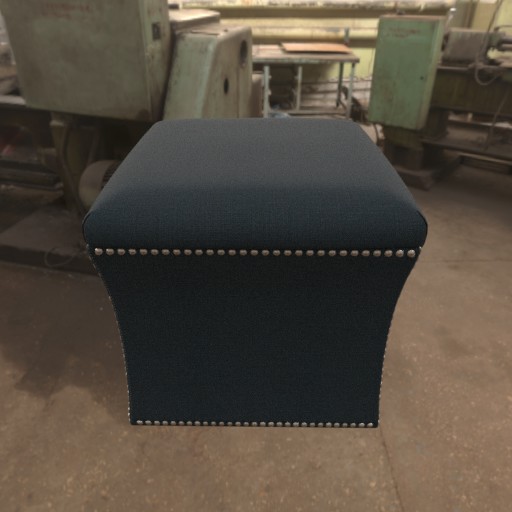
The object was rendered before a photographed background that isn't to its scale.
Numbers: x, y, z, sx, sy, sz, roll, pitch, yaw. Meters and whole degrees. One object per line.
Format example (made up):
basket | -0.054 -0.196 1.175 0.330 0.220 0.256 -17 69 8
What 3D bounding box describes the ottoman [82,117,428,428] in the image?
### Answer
ottoman | 0.000 0.000 0.908 0.497 0.475 0.507 0 31 1
